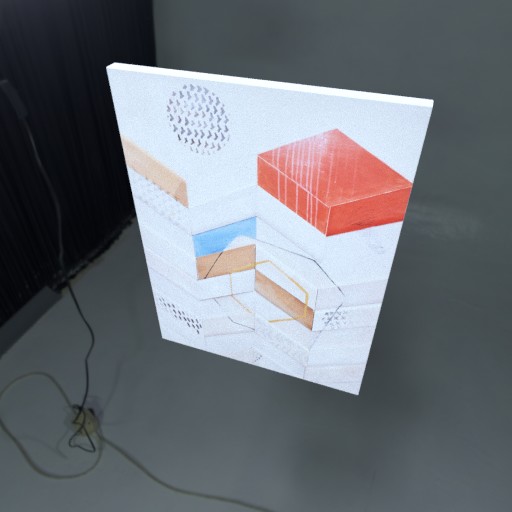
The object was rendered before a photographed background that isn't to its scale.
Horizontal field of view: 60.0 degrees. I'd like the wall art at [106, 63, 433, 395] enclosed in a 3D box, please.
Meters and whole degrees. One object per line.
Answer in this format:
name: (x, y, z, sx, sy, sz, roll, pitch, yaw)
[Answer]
wall art: (0.000, 0.000, 1.585, 0.914, 1.221, 0.046, 13, 41, 15)
